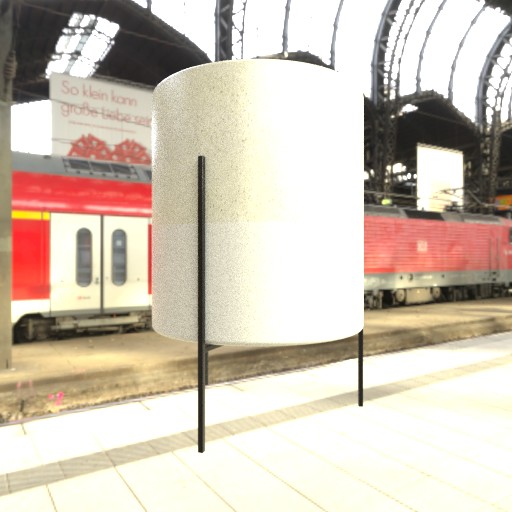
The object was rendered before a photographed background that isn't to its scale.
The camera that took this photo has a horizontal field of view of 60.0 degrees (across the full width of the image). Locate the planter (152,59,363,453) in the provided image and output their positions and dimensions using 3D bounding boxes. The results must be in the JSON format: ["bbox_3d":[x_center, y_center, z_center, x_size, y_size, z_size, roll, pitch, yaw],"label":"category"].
[{"bbox_3d":[0.000,0.000,0.701,0.324,0.483,0.333,0,0,-35],"label":"planter"}]
